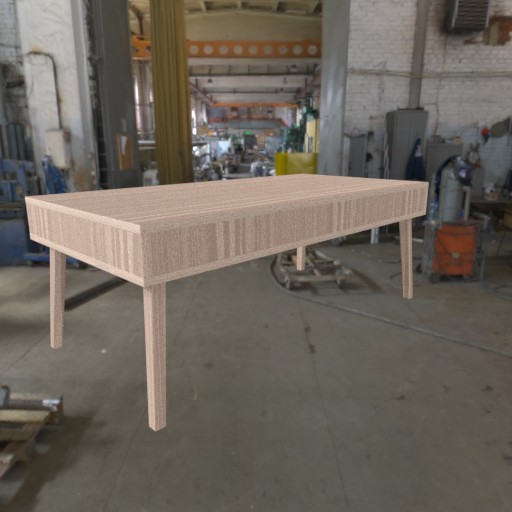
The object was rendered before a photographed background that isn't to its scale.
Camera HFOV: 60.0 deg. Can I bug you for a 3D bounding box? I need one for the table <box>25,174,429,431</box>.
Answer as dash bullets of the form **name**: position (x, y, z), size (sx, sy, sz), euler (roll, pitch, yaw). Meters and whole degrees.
- **table**: position (0.000, 0.000, 1.482), size (0.600, 0.450, 1.200), euler (14, 20, 43)
